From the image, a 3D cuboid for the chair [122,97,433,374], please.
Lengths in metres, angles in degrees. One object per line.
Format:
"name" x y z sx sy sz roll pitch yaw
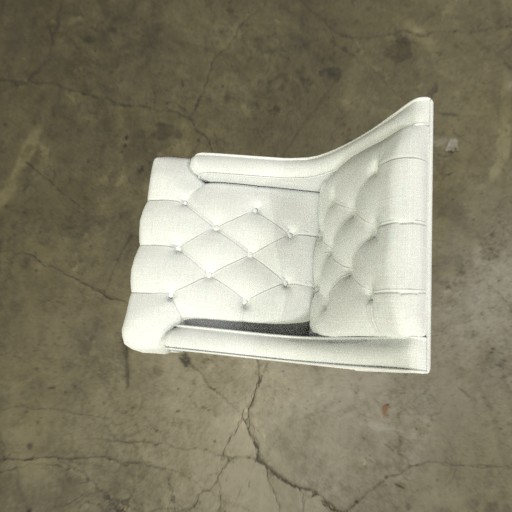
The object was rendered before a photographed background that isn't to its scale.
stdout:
"chair" 0.000 0.000 1.386 0.772 0.891 0.658 6 76 1
